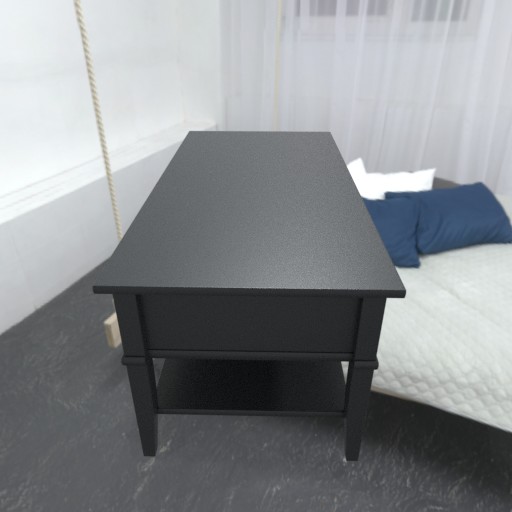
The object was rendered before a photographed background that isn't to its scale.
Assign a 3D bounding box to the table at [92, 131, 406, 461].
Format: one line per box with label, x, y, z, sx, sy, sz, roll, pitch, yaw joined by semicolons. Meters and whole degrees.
table;0.000;0.000;1.304;0.523;0.470;1.044;1;30;1
